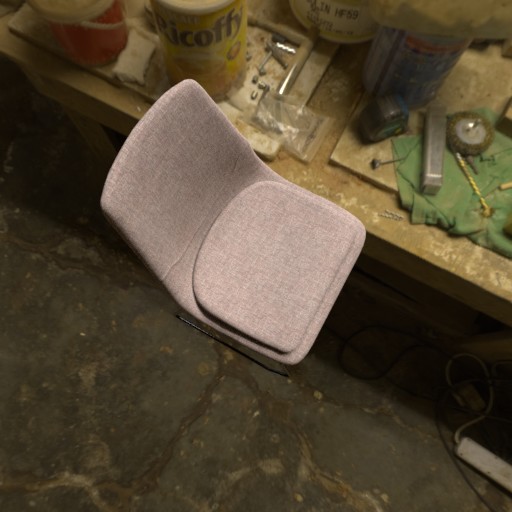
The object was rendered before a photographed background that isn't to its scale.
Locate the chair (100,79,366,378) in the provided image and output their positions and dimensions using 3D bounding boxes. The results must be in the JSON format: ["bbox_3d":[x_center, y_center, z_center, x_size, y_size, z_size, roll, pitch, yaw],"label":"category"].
[{"bbox_3d":[0.000,0.000,1.181,0.518,0.858,0.479,28,77,7],"label":"chair"}]
